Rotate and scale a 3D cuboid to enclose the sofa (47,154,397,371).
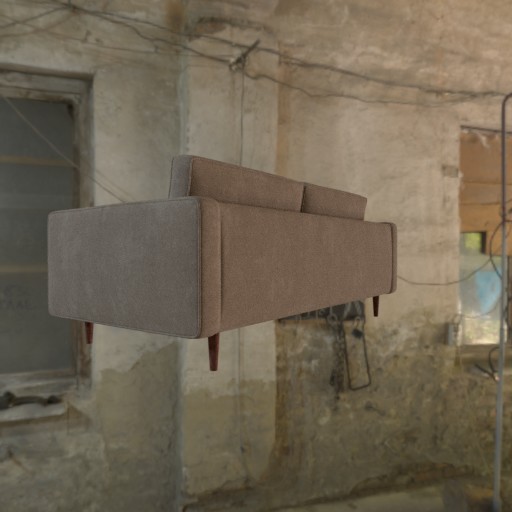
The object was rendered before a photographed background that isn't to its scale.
[{"bbox_3d":[0.000,0.000,2.374,0.920,0.769,1.883,1,1,36],"label":"sofa"}]
